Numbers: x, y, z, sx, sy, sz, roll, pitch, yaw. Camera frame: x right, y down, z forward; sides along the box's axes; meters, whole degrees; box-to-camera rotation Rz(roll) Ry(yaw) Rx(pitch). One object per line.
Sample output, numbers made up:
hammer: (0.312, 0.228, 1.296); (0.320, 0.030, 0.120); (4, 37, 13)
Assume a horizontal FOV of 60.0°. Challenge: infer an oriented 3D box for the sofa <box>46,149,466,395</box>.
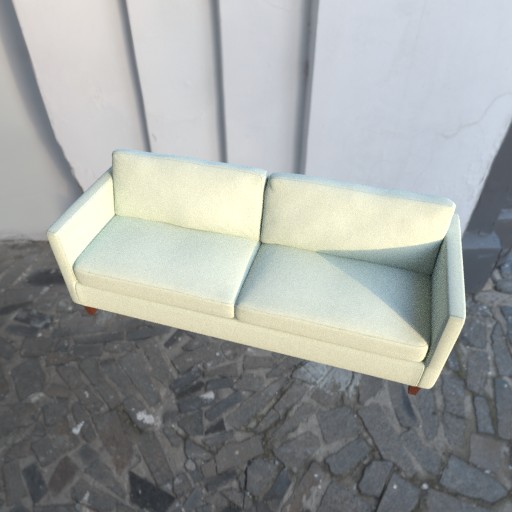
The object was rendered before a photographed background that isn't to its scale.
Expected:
sofa: (0.000, 0.000, 2.918); (2.434, 0.965, 0.948); (11, 43, 12)
